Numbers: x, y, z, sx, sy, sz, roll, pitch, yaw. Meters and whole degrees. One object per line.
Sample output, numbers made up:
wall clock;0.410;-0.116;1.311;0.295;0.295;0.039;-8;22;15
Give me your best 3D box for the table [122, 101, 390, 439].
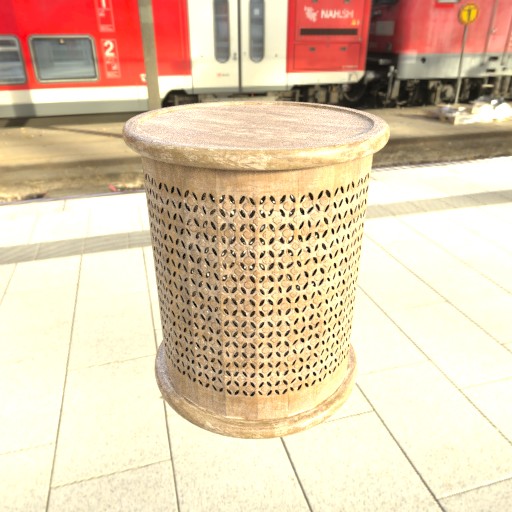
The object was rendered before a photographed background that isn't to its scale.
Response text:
table;0.000;0.000;0.803;0.407;0.482;0.407;0;27;0
